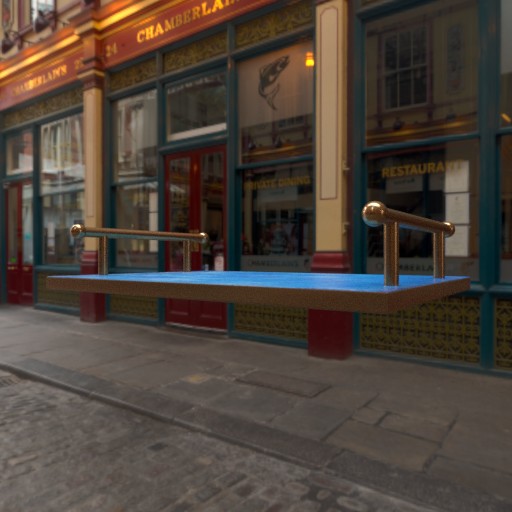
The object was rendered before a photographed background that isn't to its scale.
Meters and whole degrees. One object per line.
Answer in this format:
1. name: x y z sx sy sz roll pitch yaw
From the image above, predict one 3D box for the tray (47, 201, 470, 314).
1. tray: 0.000 0.000 0.561 0.444 0.084 0.304 0 0 36
